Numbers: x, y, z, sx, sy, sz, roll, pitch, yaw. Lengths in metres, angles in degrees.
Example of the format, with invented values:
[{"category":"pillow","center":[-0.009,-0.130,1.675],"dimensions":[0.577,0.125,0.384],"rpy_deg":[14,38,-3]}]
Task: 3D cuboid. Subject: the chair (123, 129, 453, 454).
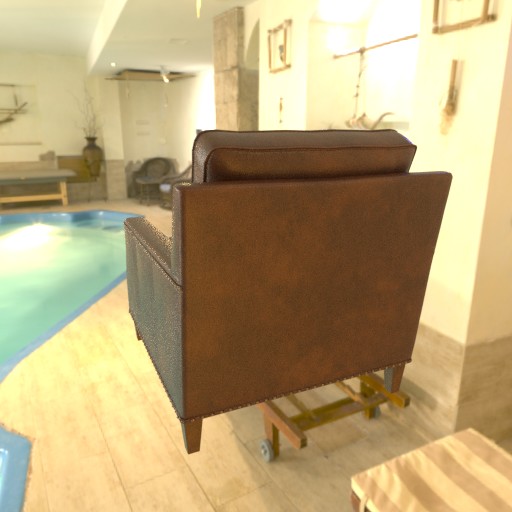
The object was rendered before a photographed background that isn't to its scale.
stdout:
[{"category":"chair","center":[0.000,0.000,1.687],"dimensions":[0.853,0.929,1.014],"rpy_deg":[-7,17,-24]}]
